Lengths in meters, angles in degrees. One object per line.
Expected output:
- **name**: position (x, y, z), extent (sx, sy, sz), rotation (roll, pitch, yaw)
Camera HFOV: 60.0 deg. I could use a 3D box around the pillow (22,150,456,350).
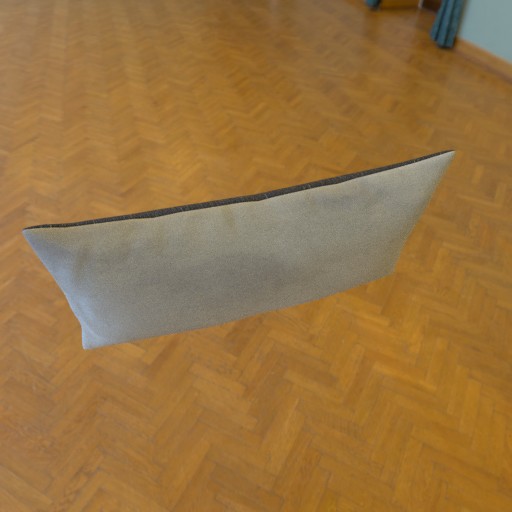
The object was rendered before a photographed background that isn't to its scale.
- **pillow**: position (0.000, 0.000, 0.714), extent (0.608, 0.305, 0.156), rotation (-12, 44, -13)
